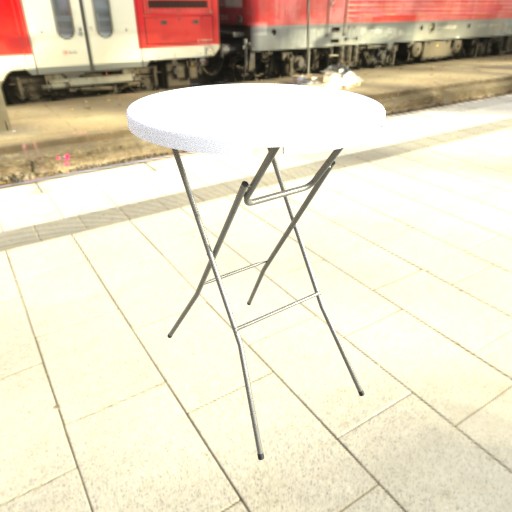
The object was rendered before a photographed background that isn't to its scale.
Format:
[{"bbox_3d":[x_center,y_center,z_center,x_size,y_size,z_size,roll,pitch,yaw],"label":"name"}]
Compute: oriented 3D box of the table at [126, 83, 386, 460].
[{"bbox_3d":[0.000,0.000,1.669,0.792,1.105,0.795,-19,35,-30],"label":"table"}]
